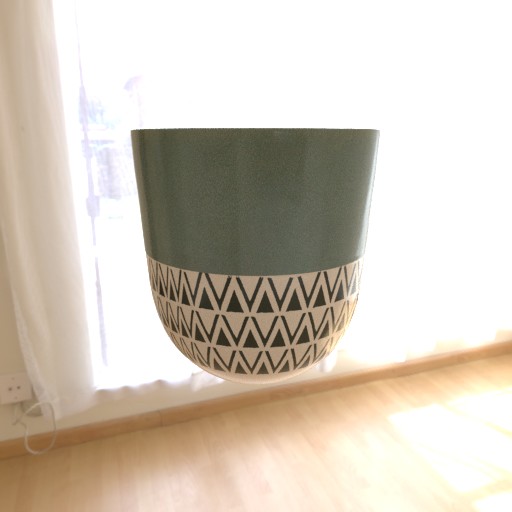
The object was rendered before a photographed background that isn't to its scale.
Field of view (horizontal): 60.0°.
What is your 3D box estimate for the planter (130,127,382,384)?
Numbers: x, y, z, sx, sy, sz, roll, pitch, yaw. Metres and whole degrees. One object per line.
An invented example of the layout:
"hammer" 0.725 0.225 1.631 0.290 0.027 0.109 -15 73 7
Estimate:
"planter" 0.000 0.000 0.390 0.198 0.214 0.198 0 15 0
